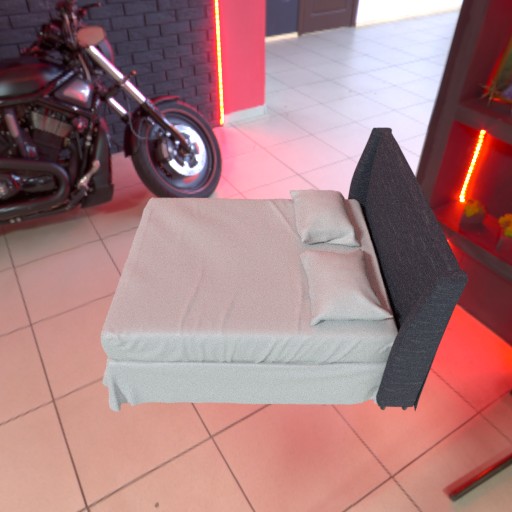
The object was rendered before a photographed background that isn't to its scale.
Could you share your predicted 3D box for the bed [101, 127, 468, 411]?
[{"bbox_3d":[0.000,0.000,3.460,2.276,1.332,1.925,0,40,1],"label":"bed"}]
